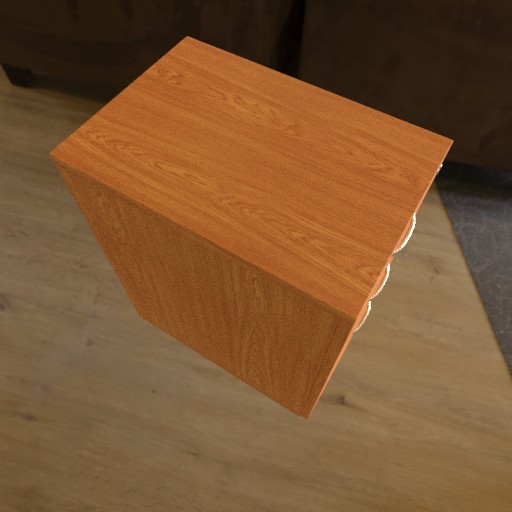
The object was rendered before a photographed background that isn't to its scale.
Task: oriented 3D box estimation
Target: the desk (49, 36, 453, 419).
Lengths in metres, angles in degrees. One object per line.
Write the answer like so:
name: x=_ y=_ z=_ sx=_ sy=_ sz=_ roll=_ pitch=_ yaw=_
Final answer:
desk: x=0.000 y=0.000 z=1.091 sx=0.600 sy=0.730 sz=0.404 roll=28 pitch=63 yaw=16
